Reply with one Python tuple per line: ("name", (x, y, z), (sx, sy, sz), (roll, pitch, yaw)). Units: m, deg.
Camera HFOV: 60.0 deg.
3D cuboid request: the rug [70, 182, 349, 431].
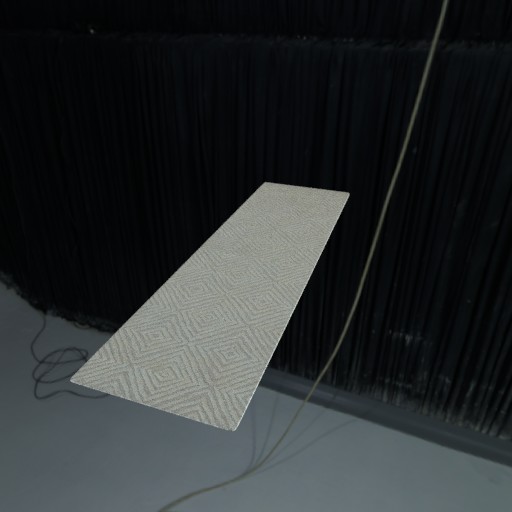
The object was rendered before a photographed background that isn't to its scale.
("rug", (0.000, 0.000, 2.504), (0.676, 0.008, 2.277), (10, 31, 17))
